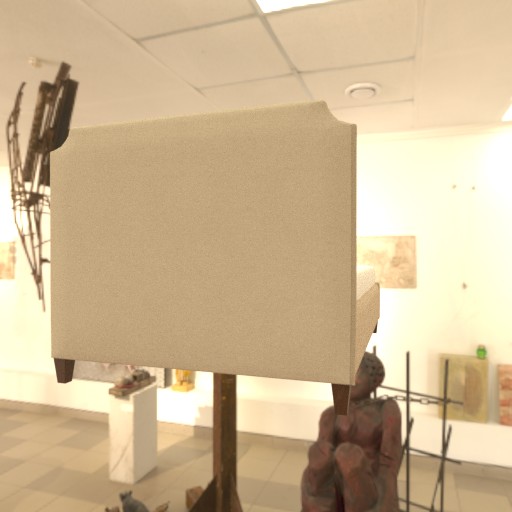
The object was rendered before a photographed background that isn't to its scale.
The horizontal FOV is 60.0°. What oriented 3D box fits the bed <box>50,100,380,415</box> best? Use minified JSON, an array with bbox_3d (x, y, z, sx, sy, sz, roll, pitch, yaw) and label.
[{"bbox_3d":[0.000,0.000,3.334,1.713,1.443,2.372,0,0,19],"label":"bed"}]
